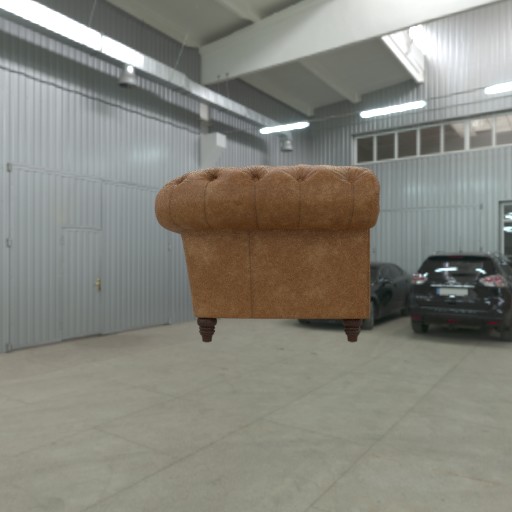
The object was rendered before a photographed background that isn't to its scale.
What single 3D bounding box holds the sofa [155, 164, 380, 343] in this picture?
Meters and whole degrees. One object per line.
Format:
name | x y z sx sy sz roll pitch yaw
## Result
sofa | 0.000 0.000 2.874 0.989 0.760 2.365 0 0 0
